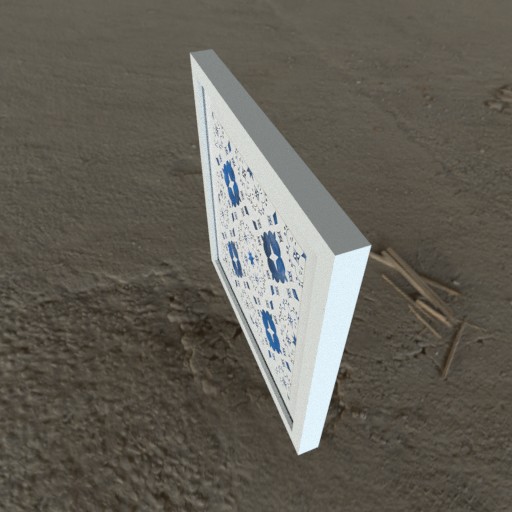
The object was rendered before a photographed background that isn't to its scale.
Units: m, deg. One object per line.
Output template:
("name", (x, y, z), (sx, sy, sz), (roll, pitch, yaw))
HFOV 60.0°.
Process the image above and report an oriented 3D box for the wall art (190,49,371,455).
("wall art", (0.000, 0.000, 0.536), (0.027, 0.355, 0.355), (-16, 48, -15))
